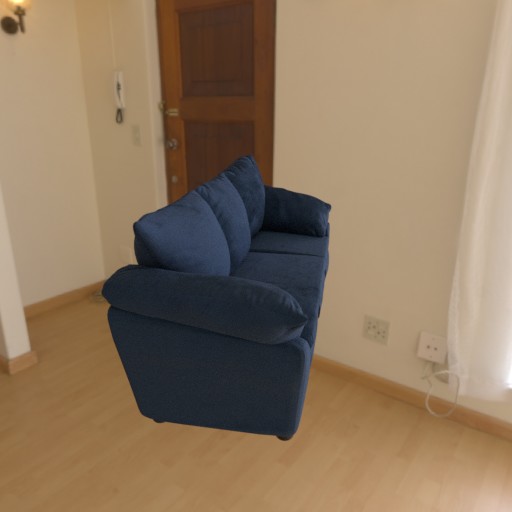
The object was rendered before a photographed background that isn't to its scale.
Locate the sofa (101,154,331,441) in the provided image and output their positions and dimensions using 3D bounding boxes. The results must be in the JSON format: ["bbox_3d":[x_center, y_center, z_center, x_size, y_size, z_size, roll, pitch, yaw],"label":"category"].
[{"bbox_3d":[0.000,0.000,2.870,0.907,1.091,2.390,4,19,11],"label":"sofa"}]
